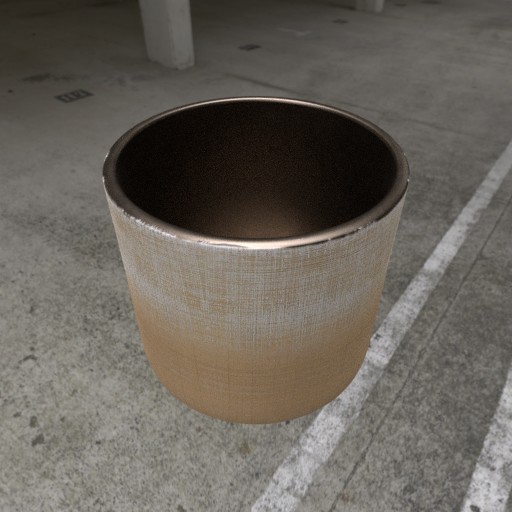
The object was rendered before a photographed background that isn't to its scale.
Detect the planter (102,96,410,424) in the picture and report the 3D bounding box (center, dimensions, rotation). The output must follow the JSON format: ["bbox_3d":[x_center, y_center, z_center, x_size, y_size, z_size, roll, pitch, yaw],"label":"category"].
[{"bbox_3d":[0.000,0.000,0.386,0.221,0.201,0.221,0,41,0],"label":"planter"}]
